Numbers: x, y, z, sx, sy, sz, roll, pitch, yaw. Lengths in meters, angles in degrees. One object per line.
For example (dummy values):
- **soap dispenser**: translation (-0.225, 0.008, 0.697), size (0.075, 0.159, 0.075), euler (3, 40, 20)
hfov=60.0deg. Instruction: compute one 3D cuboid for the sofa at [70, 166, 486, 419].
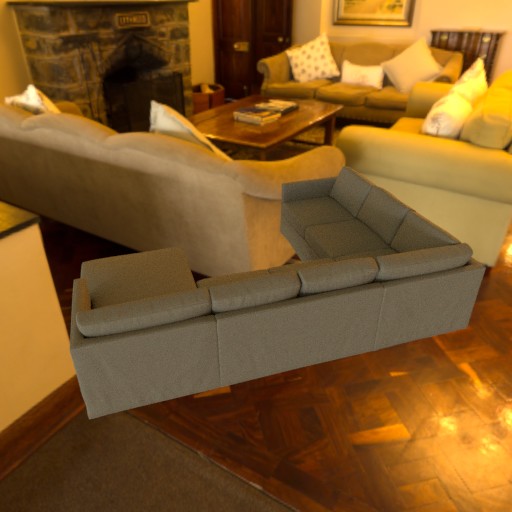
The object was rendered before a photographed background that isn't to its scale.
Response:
- **sofa**: translation (0.000, 0.000, 4.523), size (3.460, 0.882, 2.427), euler (-9, 32, -15)
